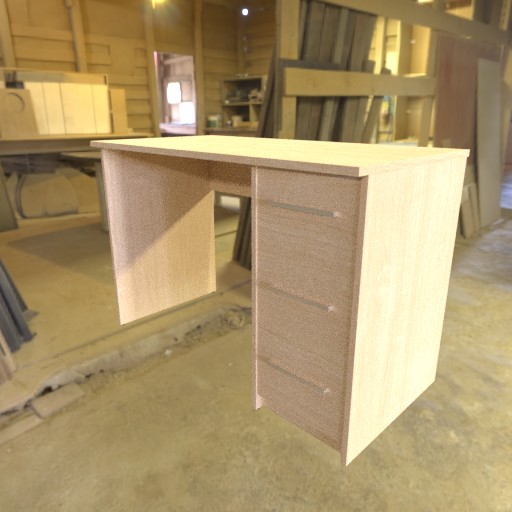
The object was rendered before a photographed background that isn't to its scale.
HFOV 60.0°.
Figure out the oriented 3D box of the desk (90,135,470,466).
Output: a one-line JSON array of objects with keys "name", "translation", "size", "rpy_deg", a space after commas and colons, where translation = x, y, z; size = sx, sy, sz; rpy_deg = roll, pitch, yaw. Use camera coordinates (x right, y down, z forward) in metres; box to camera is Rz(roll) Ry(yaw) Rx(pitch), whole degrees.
[{"name": "desk", "translation": [0.000, 0.000, 1.506], "size": [1.097, 0.735, 0.560], "rpy_deg": [17, 25, 42]}]
